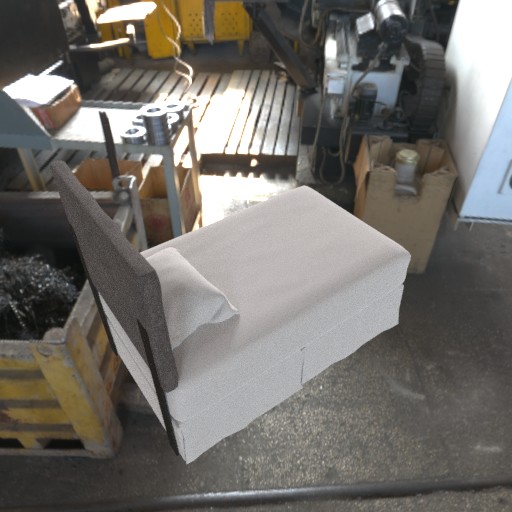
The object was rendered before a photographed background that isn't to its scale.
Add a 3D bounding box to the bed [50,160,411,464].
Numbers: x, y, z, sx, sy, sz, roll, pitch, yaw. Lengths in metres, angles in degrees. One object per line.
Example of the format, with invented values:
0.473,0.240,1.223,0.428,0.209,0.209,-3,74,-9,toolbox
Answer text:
0.000,0.000,3.009,1.997,1.571,1.261,-26,47,-27,bed
